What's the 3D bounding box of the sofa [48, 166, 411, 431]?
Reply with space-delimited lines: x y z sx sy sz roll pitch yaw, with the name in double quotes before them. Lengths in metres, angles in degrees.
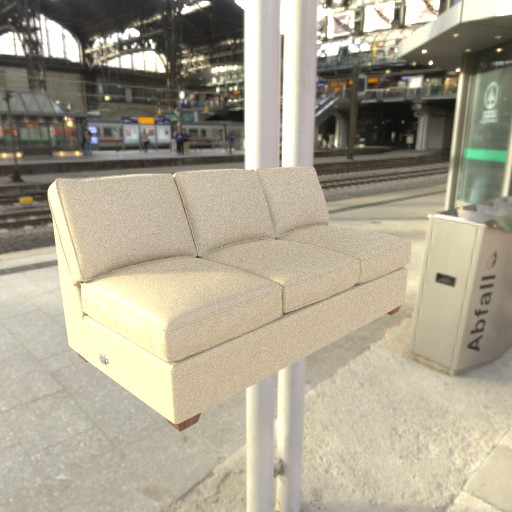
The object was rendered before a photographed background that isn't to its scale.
"sofa" 0.000 0.000 2.592 1.027 0.973 1.962 14 21 43
